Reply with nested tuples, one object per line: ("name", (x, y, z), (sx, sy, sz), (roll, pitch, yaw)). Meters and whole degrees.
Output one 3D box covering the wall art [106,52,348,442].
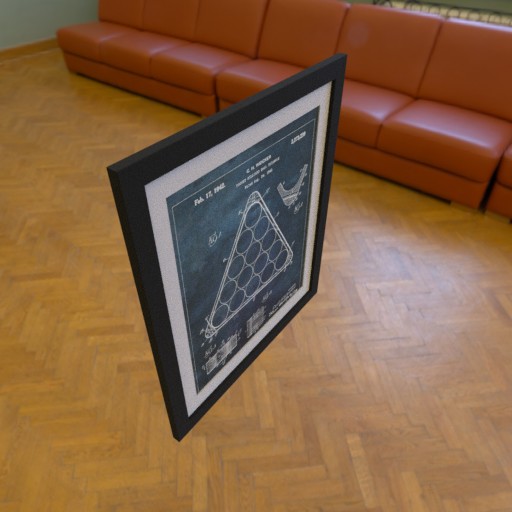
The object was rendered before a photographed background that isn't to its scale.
("wall art", (0.000, 0.000, 0.500), (0.010, 0.361, 0.311), (26, 47, 27))
